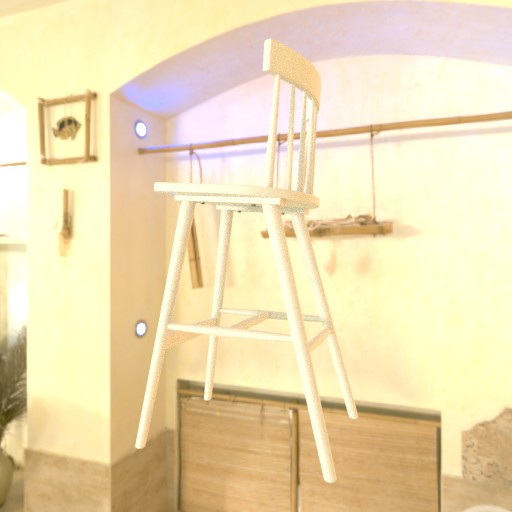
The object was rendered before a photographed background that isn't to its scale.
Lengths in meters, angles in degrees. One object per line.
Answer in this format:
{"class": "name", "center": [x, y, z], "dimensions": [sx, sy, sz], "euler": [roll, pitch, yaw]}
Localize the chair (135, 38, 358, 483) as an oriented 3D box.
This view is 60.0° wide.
{"class": "chair", "center": [0.000, 0.000, 1.372], "dimensions": [0.572, 1.092, 0.483], "euler": [0, 0, 20]}
